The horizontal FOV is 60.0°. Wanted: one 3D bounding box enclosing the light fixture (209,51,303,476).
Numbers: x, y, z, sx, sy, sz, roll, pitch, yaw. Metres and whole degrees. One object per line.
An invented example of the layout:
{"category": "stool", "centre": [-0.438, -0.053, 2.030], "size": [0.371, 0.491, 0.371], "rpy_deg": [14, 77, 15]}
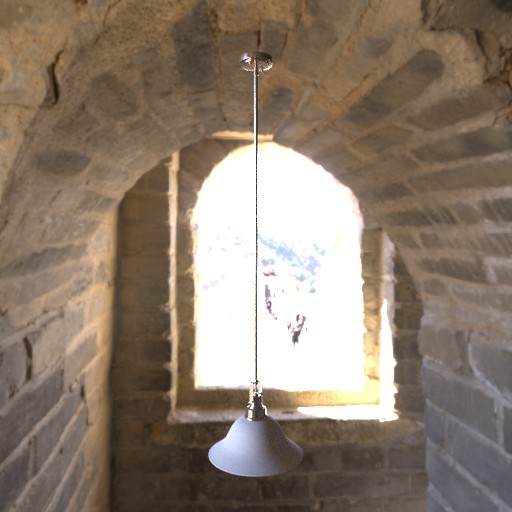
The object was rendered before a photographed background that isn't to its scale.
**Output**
{"category": "light fixture", "centre": [0.000, 0.000, 1.522], "size": [0.324, 1.354, 0.324], "rpy_deg": [0, 0, 35]}
